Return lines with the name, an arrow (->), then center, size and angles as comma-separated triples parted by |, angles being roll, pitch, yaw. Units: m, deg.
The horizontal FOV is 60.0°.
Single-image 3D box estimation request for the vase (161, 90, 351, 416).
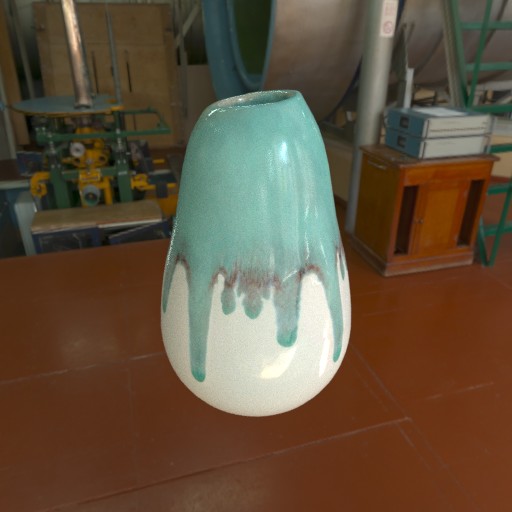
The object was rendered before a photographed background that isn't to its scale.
vase -> 0.000, 0.000, 0.258 | 0.116, 0.179, 0.116 | 0, 27, 0
